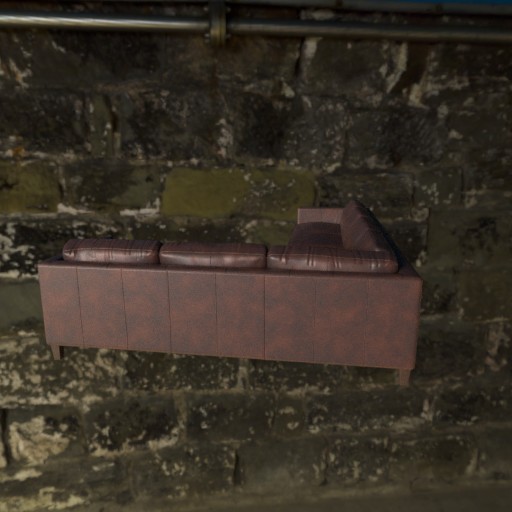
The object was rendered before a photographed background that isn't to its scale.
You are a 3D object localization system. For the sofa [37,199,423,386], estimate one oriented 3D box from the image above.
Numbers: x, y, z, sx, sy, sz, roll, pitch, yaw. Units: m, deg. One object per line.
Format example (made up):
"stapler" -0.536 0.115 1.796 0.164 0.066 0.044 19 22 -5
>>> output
"sofa" 0.000 0.000 4.290 2.438 0.836 3.152 2 14 8
